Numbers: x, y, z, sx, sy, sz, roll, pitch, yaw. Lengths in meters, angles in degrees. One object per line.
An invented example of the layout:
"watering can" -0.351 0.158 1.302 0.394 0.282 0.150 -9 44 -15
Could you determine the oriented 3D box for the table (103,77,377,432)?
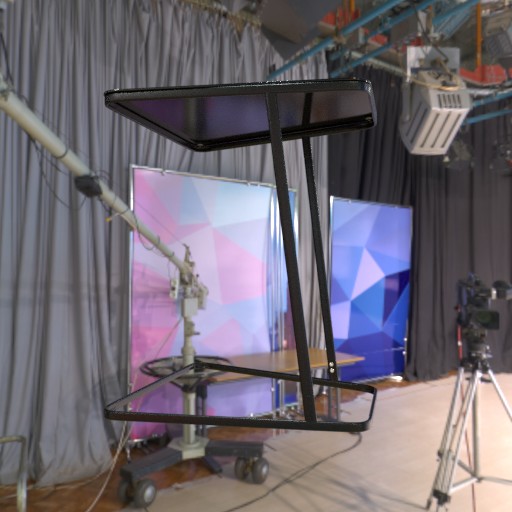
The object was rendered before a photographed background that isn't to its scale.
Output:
"table" 0.000 0.000 0.964 0.500 0.624 0.427 0 0 18
